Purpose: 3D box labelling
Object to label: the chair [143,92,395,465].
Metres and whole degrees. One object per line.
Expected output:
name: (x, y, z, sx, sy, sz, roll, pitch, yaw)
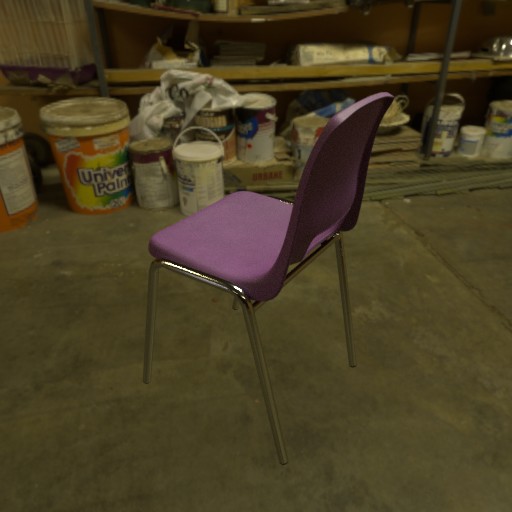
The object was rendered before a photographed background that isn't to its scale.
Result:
chair: (0.000, 0.000, 0.950, 0.432, 0.704, 0.381, 20, 37, 30)
